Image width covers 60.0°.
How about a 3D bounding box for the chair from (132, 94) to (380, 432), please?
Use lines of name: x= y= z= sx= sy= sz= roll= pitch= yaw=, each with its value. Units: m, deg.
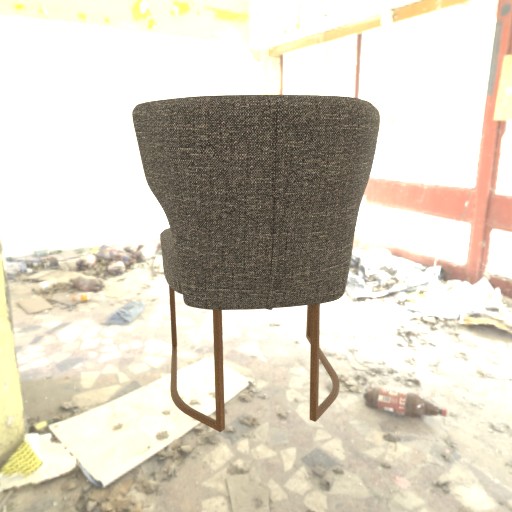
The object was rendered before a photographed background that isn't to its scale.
chair: x=0.000 y=0.000 z=1.255 sx=0.611 sy=0.824 sz=0.617 roll=-3 pitch=16 yaw=-9
